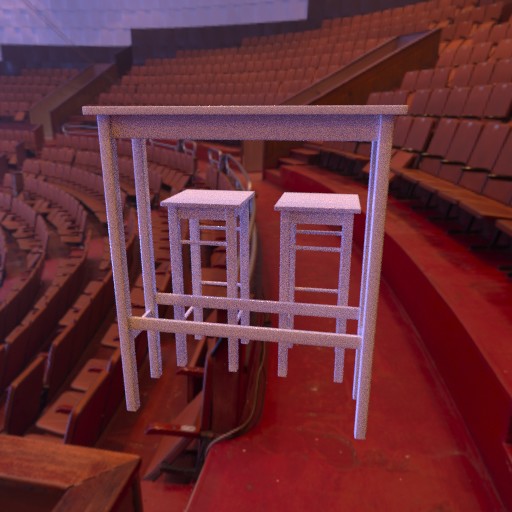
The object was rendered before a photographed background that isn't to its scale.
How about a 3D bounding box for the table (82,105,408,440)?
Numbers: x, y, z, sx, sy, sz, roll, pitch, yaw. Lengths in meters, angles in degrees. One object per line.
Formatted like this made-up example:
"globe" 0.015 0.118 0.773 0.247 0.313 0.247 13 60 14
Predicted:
"table" 0.000 0.000 1.681 0.915 1.065 0.650 3 18 10
